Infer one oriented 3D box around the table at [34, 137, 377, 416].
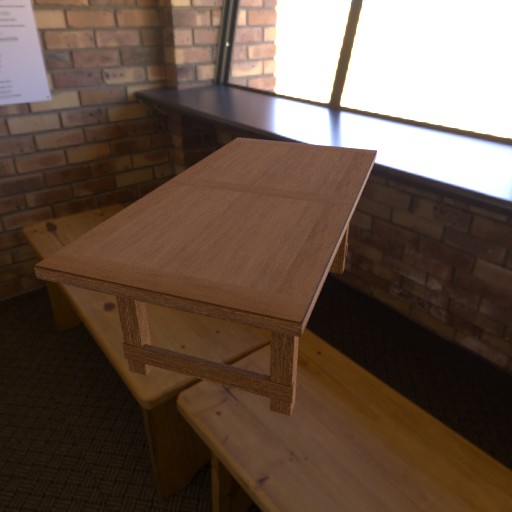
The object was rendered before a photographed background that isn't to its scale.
[{"bbox_3d":[0.000,0.000,2.451,1.000,0.762,1.982,10,30,17],"label":"table"}]
